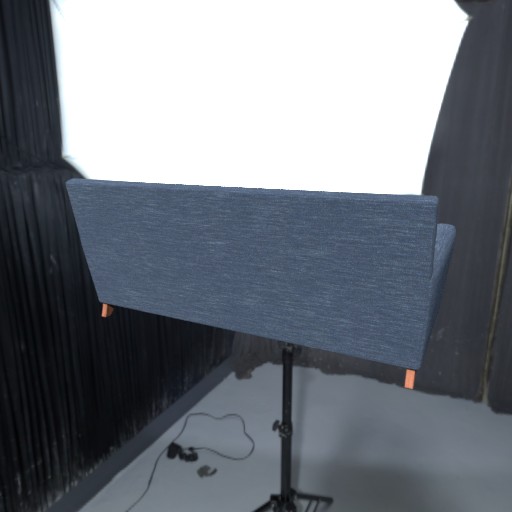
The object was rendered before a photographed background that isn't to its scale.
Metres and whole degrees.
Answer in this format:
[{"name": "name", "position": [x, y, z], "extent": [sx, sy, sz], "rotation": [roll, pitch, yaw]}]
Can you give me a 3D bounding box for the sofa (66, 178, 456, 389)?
[{"name": "sofa", "position": [0.000, 0.000, 2.480], "extent": [1.976, 0.846, 0.875], "rotation": [7, 16, 26]}]
